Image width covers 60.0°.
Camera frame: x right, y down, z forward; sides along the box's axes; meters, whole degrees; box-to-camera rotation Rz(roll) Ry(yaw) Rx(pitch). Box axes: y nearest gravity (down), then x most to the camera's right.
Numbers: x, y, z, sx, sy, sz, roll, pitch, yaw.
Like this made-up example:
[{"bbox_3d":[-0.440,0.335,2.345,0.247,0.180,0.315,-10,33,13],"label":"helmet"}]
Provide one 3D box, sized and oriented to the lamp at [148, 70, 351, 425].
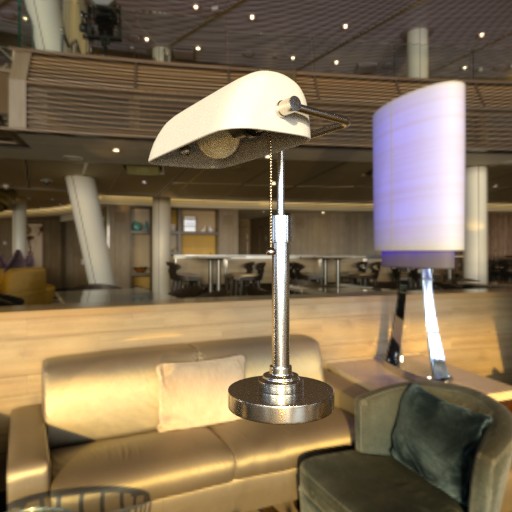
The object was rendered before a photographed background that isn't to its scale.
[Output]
[{"bbox_3d":[0.000,0.000,0.578,0.227,0.404,0.269,0,0,-36],"label":"lamp"}]
